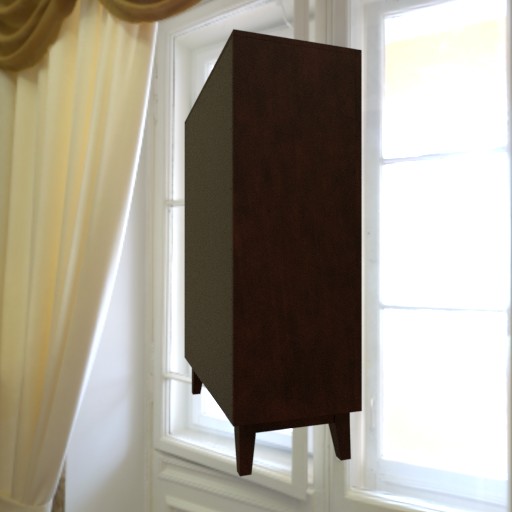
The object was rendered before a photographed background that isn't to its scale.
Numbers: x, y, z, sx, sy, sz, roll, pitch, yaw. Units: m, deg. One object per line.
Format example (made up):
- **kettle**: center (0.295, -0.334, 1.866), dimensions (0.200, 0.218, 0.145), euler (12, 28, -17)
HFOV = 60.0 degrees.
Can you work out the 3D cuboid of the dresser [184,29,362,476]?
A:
- **dresser**: center (0.000, 0.000, 2.067), dimensions (0.506, 1.514, 1.072), euler (0, 0, -18)
